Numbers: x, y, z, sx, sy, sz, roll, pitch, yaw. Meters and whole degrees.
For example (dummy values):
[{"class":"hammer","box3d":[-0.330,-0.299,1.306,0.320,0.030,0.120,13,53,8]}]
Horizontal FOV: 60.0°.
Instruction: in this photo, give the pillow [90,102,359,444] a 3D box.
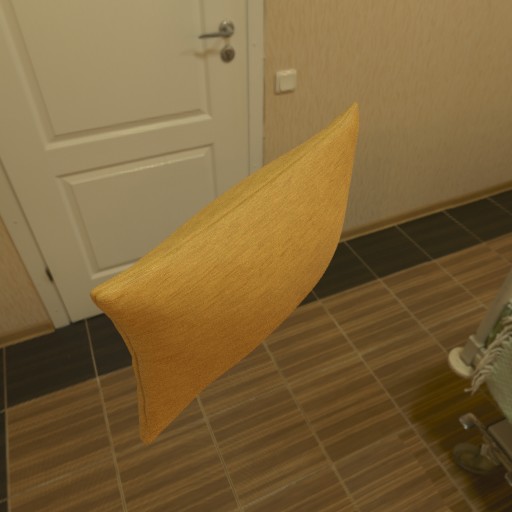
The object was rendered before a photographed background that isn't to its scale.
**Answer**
[{"class":"pillow","box3d":[0.000,0.000,0.790,0.210,0.354,0.634,27,49,26]}]
